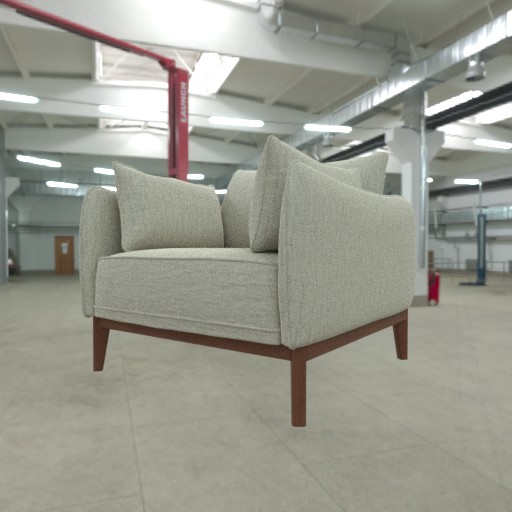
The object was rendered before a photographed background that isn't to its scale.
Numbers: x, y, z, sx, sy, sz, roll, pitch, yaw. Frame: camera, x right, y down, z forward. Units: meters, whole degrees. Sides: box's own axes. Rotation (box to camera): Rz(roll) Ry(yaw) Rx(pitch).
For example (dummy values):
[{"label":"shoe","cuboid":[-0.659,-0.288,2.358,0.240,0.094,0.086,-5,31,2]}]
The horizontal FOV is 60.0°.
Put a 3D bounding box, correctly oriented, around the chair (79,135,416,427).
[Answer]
[{"label":"chair","cuboid":[0.000,0.000,1.735,0.994,0.855,0.991,1,1,36]}]
